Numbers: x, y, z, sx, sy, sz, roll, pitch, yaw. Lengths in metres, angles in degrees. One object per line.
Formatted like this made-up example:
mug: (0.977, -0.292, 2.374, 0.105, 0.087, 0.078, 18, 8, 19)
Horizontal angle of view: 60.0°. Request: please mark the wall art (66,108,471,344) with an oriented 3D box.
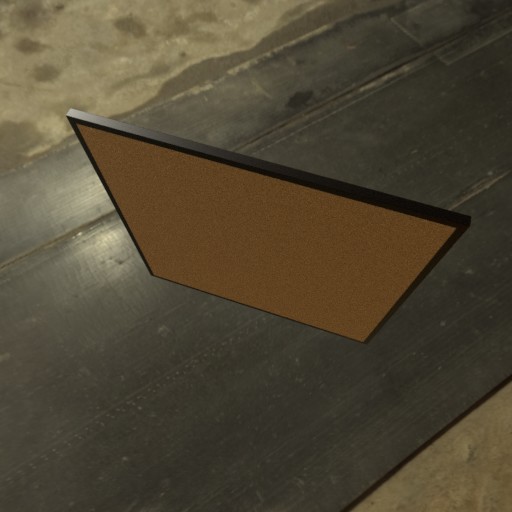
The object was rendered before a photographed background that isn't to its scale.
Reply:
wall art: (0.000, 0.000, 0.684, 0.457, 0.458, 0.012, 17, 65, 8)
